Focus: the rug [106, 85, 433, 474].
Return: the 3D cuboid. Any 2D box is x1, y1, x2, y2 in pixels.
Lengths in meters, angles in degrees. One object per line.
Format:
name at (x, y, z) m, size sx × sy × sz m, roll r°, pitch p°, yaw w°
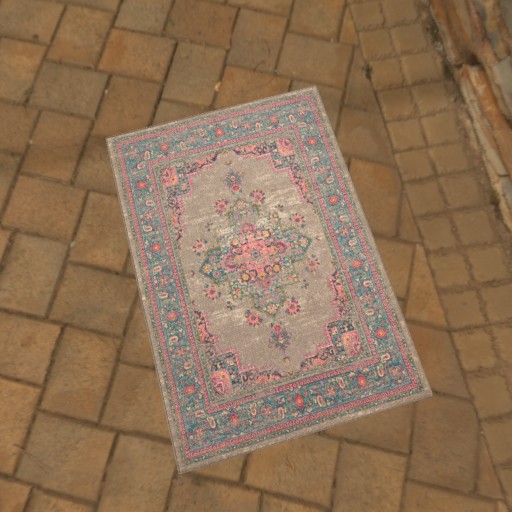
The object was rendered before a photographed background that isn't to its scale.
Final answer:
rug at (0.000, 0.000, 3.702) m, size 2.005 × 0.013 × 2.890 m, roll -15°, pitch 75°, yaw -4°
